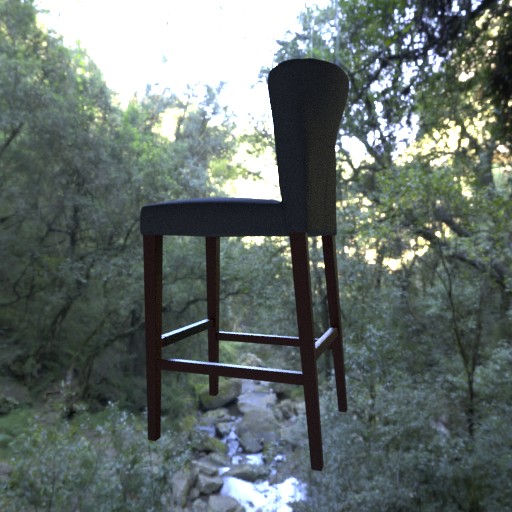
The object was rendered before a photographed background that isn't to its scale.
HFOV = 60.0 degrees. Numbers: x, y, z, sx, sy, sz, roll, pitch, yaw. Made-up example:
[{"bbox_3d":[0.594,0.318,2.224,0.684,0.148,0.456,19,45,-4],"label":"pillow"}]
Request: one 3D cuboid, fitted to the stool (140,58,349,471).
[{"bbox_3d":[0.000,0.000,1.394,0.568,1.069,0.481,1,2,20],"label":"stool"}]
